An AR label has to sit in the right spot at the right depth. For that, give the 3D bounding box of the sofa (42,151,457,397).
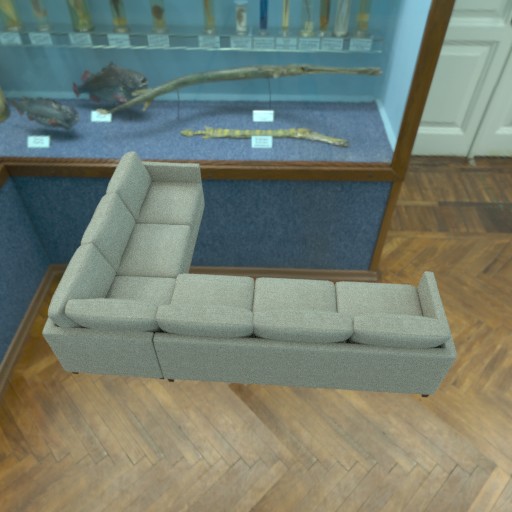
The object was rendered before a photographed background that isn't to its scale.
[{"bbox_3d":[0.000,0.000,4.513,3.333,0.934,2.522,3,46,3],"label":"sofa"}]
